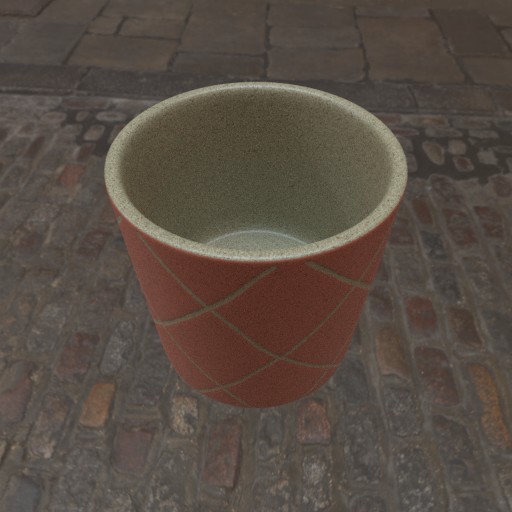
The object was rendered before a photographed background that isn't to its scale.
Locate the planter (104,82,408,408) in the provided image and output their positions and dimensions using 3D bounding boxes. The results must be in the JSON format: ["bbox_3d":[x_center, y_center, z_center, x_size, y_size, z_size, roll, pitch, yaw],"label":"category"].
[{"bbox_3d":[0.000,0.000,0.357,0.191,0.200,0.191,0,47,0],"label":"planter"}]
